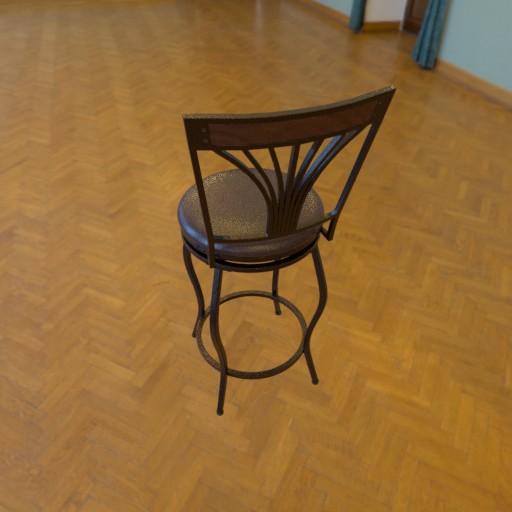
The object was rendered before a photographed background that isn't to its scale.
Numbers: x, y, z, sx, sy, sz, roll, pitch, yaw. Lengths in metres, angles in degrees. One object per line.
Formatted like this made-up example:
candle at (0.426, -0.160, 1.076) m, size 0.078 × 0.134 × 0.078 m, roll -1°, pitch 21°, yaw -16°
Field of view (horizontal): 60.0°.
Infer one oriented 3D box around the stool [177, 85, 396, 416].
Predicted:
stool at (0.000, 0.000, 1.351) m, size 0.433 × 1.117 × 0.514 m, roll -13°, pitch 42°, yaw -15°
